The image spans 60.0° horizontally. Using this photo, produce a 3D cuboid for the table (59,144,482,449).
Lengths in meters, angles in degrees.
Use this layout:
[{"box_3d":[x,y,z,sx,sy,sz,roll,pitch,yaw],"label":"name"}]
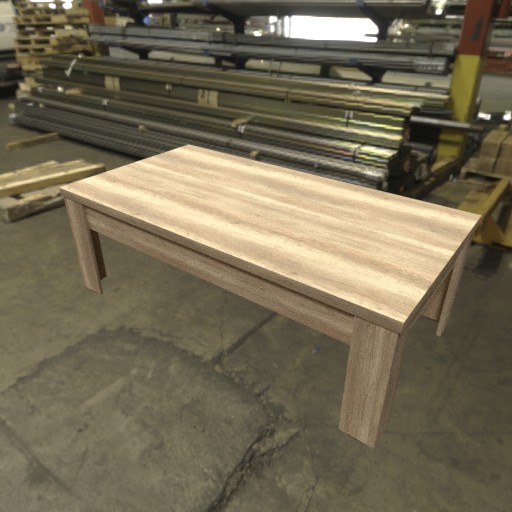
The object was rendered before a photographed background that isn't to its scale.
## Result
[{"box_3d":[0.000,0.000,1.697,1.350,0.460,0.700,21,36,31],"label":"table"}]
